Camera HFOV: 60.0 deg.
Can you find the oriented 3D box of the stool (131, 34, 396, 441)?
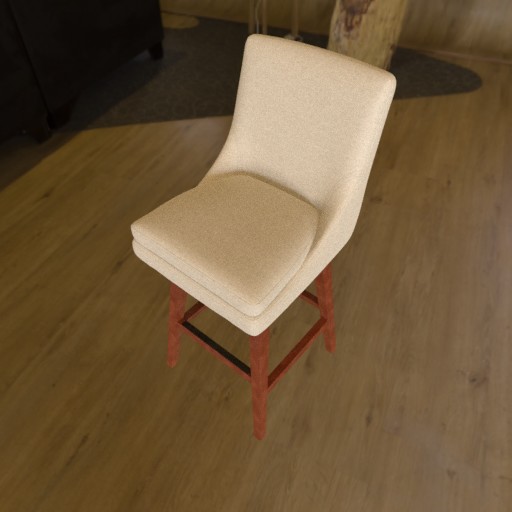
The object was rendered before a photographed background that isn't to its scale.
[{"bbox_3d":[0.000,0.000,1.371,0.470,1.092,0.559,30,53,27],"label":"stool"}]
